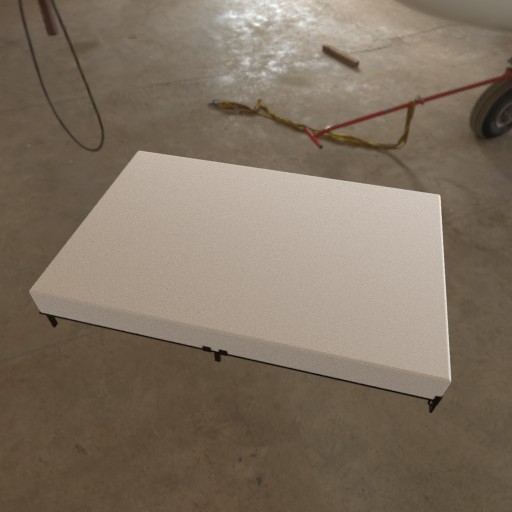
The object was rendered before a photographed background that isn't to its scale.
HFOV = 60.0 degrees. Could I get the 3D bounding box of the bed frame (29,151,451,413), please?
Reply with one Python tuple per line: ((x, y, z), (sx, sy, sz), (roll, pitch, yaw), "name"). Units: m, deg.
((0.000, 0.000, 3.794), (2.987, 0.440, 1.930), (10, 47, 10), "bed frame")
